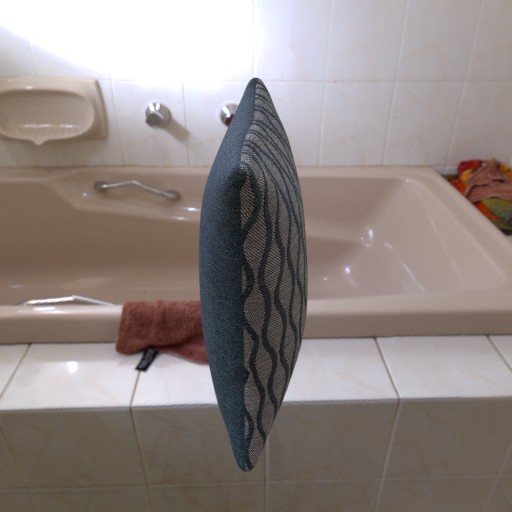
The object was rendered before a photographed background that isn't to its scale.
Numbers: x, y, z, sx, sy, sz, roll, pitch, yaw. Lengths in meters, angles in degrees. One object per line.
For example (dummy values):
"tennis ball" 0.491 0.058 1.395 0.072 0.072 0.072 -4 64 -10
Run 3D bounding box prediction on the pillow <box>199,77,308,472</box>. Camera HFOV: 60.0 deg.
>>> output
"pillow" 0.000 0.000 0.660 0.159 0.435 0.435 0 31 1
